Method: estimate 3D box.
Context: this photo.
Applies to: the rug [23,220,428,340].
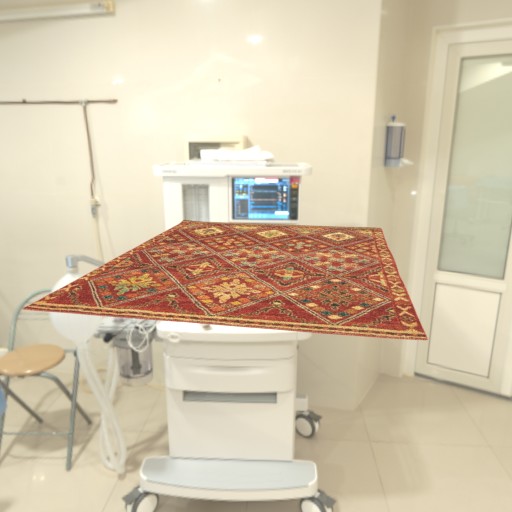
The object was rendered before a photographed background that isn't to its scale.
[{"bbox_3d":[0.000,0.000,4.085,2.489,0.030,3.086,3,15,10],"label":"rug"}]
